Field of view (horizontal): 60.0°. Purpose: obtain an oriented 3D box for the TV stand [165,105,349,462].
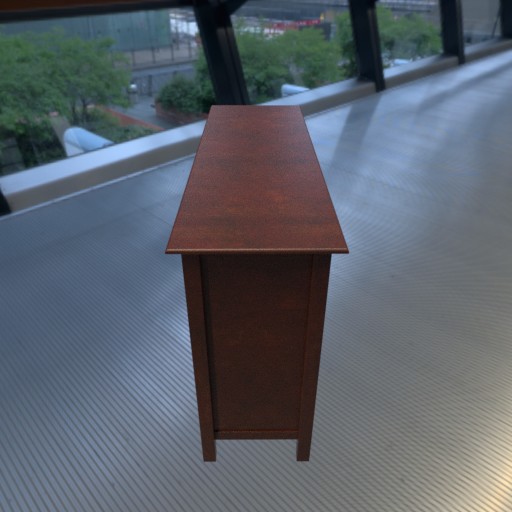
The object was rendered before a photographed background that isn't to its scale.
[{"bbox_3d":[0.000,0.000,1.888,0.445,0.915,1.372,0,33,0],"label":"TV stand"}]
